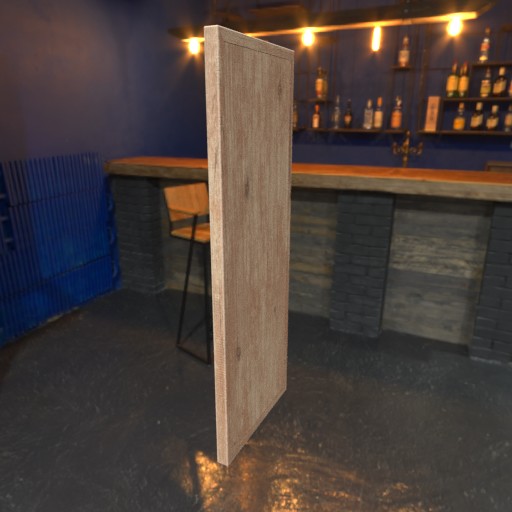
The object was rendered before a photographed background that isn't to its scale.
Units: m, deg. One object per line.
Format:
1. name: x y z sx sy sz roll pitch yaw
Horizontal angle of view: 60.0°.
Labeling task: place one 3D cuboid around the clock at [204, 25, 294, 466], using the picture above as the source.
1. clock: 0.000 0.000 1.092 0.030 0.965 0.361 9 19 26
